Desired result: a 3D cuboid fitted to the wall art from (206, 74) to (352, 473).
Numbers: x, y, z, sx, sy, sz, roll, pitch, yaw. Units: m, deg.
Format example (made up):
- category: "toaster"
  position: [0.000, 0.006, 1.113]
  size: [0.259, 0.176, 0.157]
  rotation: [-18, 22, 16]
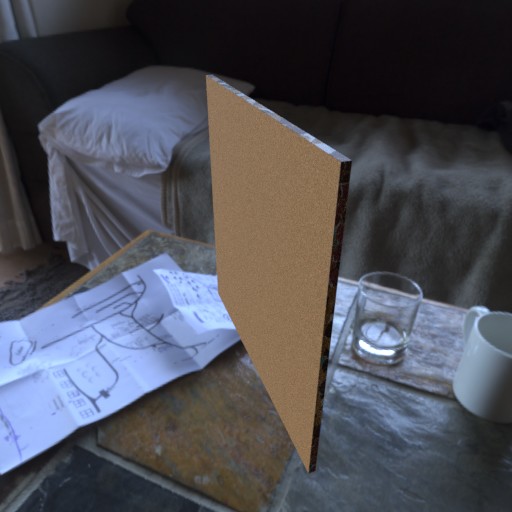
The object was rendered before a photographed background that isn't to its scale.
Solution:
- category: "wall art"
  position: [0.000, 0.000, 0.612]
  size: [0.010, 0.406, 0.404]
  rotation: [-11, 33, -17]
